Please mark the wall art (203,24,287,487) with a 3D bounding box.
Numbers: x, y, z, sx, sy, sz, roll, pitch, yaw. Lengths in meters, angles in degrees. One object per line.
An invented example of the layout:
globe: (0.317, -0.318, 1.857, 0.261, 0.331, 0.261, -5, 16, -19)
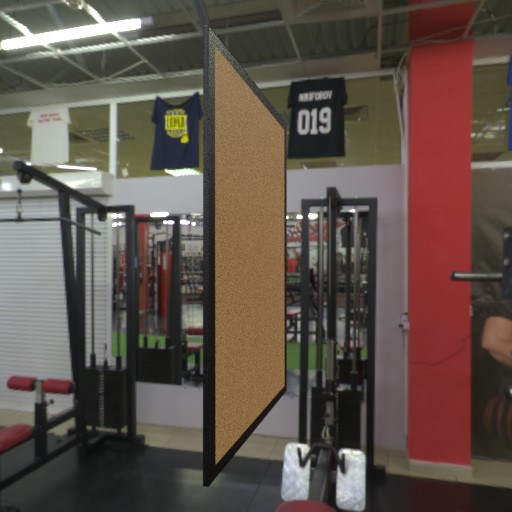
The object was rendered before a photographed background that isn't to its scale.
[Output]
wall art: (0.000, 0.000, 1.266, 0.013, 0.967, 0.707, 0, 0, 17)
